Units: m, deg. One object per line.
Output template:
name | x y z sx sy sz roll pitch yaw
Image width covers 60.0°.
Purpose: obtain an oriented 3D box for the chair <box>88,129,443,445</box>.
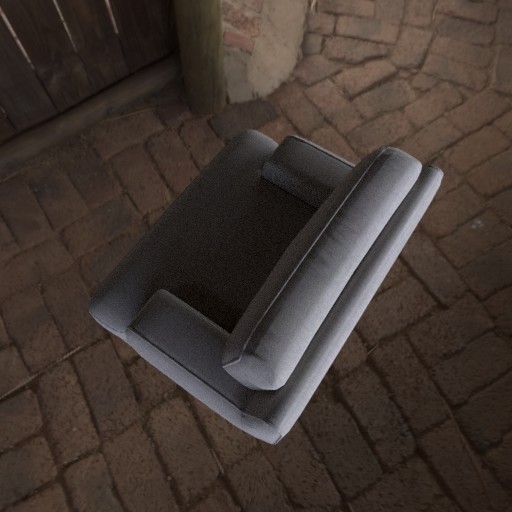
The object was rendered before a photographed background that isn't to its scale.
chair | 0.000 0.000 2.003 1.043 0.974 1.270 32 69 14
